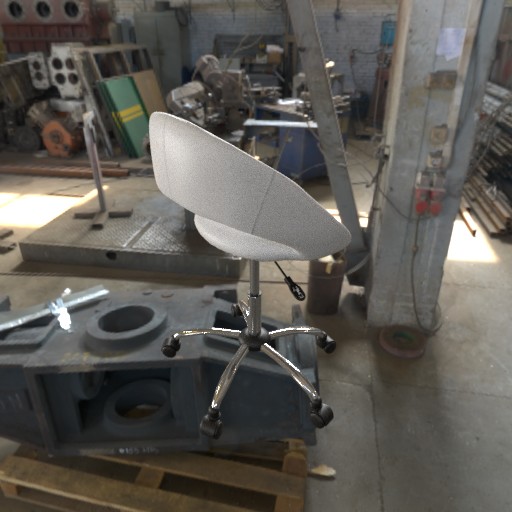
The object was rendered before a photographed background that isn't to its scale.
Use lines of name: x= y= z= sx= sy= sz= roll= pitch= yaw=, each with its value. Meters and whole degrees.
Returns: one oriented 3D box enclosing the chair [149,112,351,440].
chair: x=0.000 y=0.000 z=1.209 sx=0.538 sy=0.791 sz=0.612 roll=-18 pitch=32 yaw=-31
